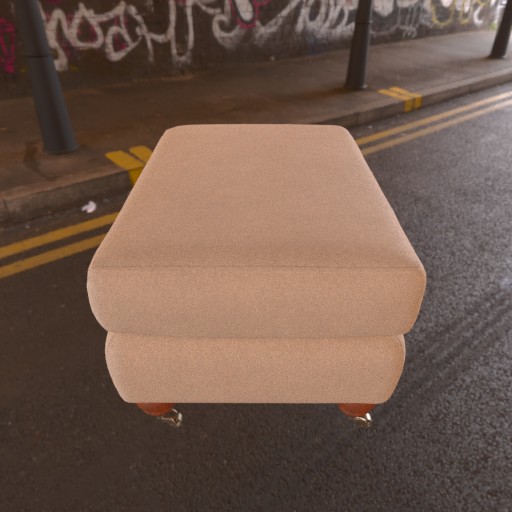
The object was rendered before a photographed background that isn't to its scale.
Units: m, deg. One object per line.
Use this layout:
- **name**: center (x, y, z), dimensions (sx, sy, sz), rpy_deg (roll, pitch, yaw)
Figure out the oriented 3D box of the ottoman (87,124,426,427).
- **ottoman**: center (0.000, 0.000, 1.118), dimensions (0.569, 0.499, 0.773), rpy_deg (0, 33, 0)
